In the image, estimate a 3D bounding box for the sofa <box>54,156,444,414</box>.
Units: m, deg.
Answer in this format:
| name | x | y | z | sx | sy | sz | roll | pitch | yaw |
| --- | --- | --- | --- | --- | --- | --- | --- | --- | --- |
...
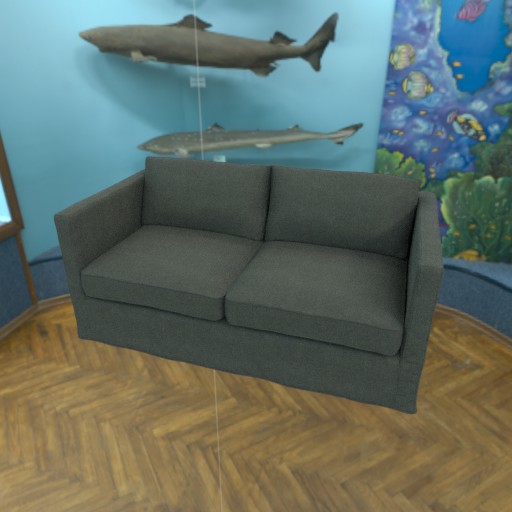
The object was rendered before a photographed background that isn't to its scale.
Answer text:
| name | x | y | z | sx | sy | sz | roll | pitch | yaw |
| --- | --- | --- | --- | --- | --- | --- | --- | --- | --- |
| sofa | 0.000 | 0.000 | 2.400 | 1.802 | 0.854 | 0.974 | 8 | 28 | 16 |
